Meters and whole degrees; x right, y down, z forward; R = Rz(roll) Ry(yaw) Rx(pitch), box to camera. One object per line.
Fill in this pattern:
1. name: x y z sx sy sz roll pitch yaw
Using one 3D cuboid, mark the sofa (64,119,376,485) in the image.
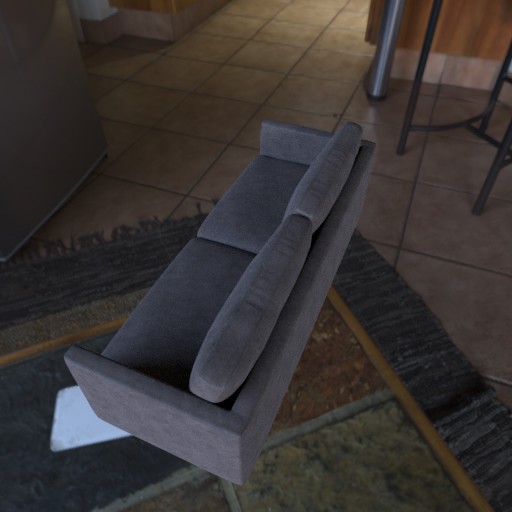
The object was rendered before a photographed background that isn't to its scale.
1. sofa: 0.000 0.000 2.876 0.951 0.965 2.434 17 48 16
